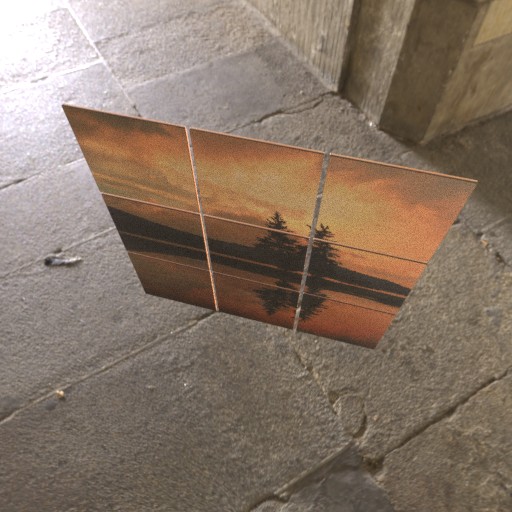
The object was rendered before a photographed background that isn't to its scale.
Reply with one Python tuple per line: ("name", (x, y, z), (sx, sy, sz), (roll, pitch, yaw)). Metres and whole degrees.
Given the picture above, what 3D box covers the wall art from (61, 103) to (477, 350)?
("wall art", (0.000, 0.000, 1.772), (1.216, 1.218, 0.013), (13, 58, 8))
